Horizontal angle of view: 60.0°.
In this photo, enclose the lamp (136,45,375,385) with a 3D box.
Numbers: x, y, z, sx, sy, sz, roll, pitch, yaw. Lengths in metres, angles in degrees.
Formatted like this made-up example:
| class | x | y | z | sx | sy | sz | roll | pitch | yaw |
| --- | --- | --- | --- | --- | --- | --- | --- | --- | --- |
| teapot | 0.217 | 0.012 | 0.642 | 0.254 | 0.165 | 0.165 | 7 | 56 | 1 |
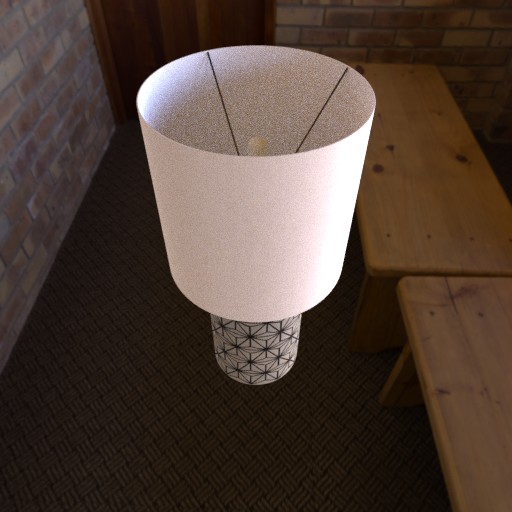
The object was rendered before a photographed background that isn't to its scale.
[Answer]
| class | x | y | z | sx | sy | sz | roll | pitch | yaw |
| --- | --- | --- | --- | --- | --- | --- | --- | --- | --- |
| lamp | 0.000 | 0.000 | 0.538 | 0.206 | 0.416 | 0.206 | -23 | 50 | -20 |
